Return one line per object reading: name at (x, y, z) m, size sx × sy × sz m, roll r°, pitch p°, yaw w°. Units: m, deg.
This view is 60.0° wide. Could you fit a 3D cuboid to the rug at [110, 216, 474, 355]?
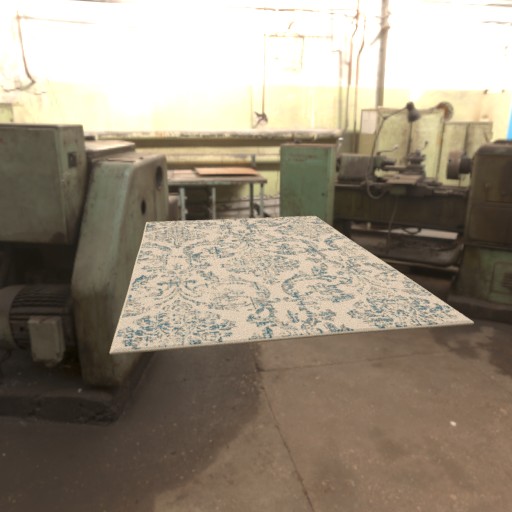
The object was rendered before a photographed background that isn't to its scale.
rug at (0.000, 0.000, 2.290) m, size 1.213 × 0.012 × 1.831 m, roll -3°, pitch 17°, yaw -10°
